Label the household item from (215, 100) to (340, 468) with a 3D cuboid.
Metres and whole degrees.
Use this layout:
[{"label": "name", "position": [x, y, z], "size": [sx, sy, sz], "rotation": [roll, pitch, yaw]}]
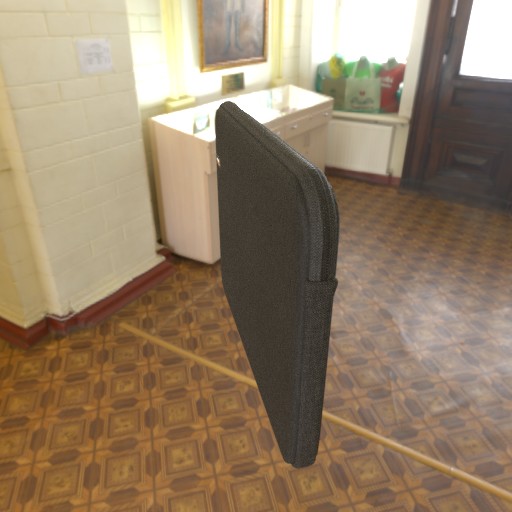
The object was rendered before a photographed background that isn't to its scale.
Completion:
[{"label": "household item", "position": [0.000, 0.000, 0.521], "size": [0.030, 0.305, 0.396], "rotation": [-7, 29, -12]}]
